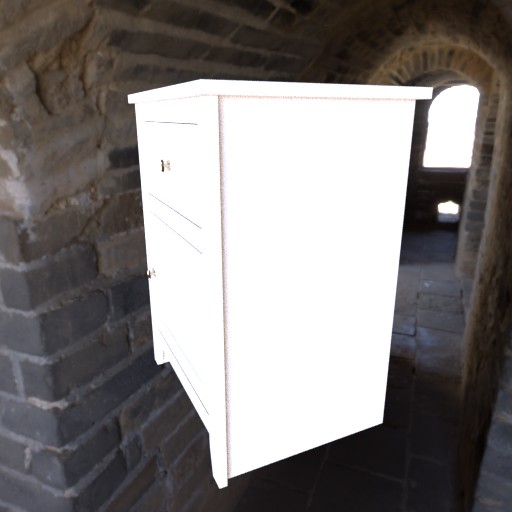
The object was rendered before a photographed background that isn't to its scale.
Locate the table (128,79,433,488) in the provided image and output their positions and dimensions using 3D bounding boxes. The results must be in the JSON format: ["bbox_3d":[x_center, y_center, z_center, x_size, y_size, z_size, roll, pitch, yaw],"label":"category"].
[{"bbox_3d":[0.000,0.000,0.913,0.381,0.635,0.480,-8,19,-24],"label":"table"}]
